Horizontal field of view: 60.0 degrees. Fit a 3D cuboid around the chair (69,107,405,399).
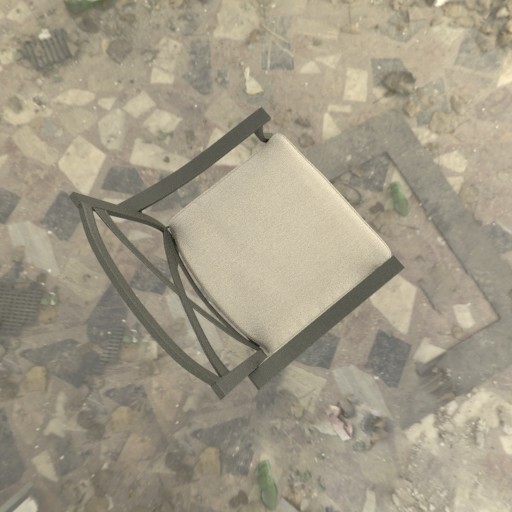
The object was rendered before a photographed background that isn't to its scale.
[{"bbox_3d":[0.000,0.000,1.292,0.620,0.889,0.575,-38,80,-8],"label":"chair"}]
